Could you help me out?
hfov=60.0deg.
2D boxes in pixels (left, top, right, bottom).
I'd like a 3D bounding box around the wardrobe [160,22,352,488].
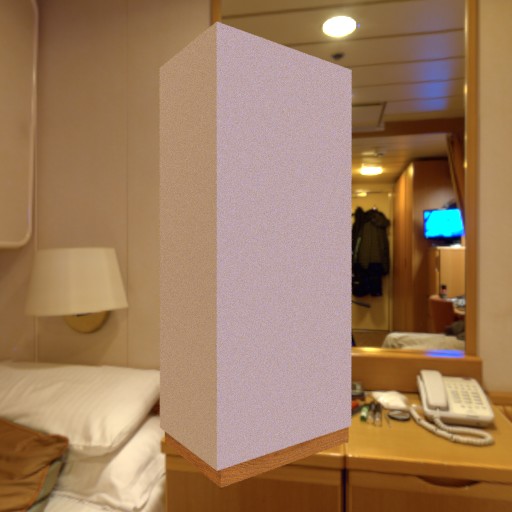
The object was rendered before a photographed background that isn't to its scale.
[{"bbox_3d":[0.000,0.000,2.425,0.860,2.040,0.600,0,0,-36],"label":"wardrobe"}]
